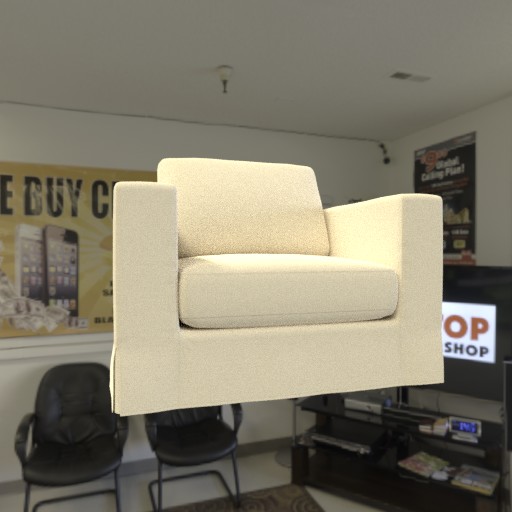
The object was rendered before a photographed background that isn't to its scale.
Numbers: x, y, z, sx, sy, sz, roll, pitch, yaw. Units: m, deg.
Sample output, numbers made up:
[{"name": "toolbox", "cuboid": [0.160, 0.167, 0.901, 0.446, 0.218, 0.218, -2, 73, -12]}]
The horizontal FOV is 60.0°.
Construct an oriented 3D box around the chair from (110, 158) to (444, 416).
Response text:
[{"name": "chair", "cuboid": [0.000, 0.000, 1.841, 1.150, 0.878, 0.957, 0, 1, -17]}]
